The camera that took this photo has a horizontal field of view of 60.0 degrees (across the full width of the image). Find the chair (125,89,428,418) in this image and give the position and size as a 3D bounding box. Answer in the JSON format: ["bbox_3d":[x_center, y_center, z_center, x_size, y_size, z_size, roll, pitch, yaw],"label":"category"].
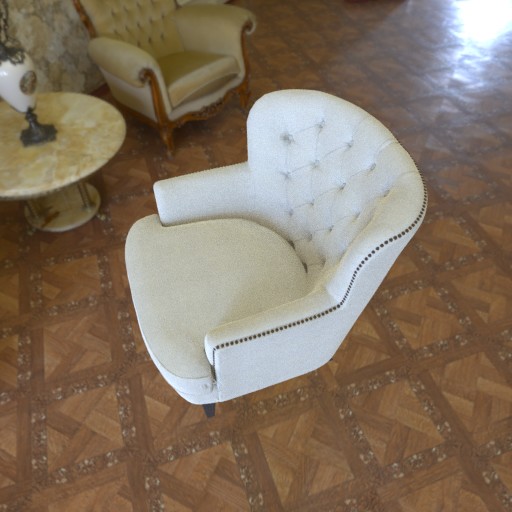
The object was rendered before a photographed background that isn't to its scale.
[{"bbox_3d":[0.000,0.000,1.598,0.906,0.868,0.848,-15,48,-14],"label":"chair"}]
